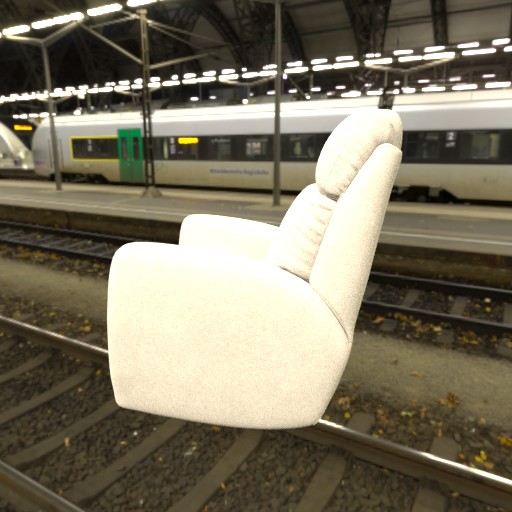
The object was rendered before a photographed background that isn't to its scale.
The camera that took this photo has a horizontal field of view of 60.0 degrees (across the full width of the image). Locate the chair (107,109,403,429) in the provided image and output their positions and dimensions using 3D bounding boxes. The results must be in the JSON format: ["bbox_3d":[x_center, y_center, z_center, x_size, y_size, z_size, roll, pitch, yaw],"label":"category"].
[{"bbox_3d":[0.000,0.000,1.675,0.941,1.015,0.812,2,14,9],"label":"chair"}]
